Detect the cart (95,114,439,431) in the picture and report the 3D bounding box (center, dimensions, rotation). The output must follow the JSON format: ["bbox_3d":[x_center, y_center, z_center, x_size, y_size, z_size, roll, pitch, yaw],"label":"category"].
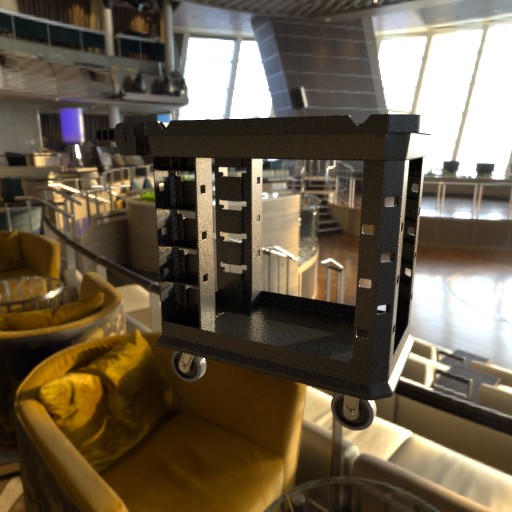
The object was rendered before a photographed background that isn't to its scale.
[{"bbox_3d":[0.000,0.000,1.533,1.061,0.884,0.497,7,16,27],"label":"cart"}]
